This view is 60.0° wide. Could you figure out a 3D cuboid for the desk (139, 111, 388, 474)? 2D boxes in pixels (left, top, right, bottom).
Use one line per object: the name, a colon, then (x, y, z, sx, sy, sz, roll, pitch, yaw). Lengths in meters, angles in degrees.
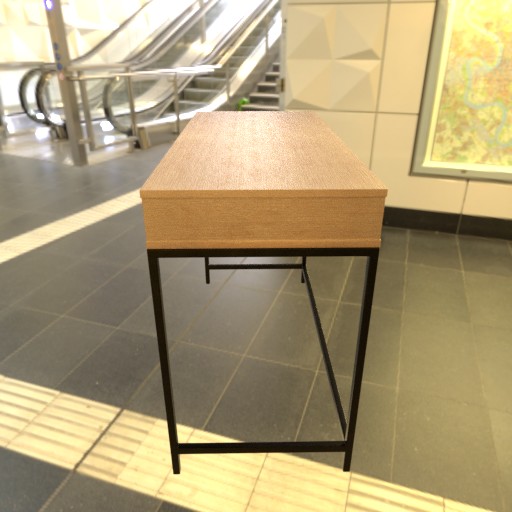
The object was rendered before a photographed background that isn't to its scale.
desk: (0.000, 0.000, 1.437, 0.470, 0.762, 1.016, 0, 26, -1)
